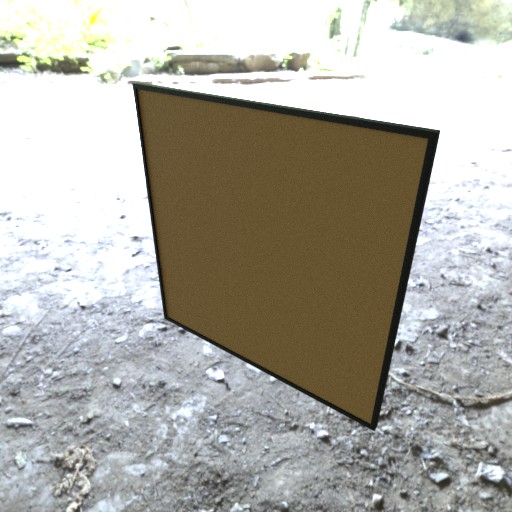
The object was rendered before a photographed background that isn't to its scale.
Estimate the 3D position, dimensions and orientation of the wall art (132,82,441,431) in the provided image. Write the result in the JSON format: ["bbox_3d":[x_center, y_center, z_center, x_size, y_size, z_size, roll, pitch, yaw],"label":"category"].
[{"bbox_3d":[0.000,0.000,0.681,0.458,0.457,0.013,21,37,30],"label":"wall art"}]
